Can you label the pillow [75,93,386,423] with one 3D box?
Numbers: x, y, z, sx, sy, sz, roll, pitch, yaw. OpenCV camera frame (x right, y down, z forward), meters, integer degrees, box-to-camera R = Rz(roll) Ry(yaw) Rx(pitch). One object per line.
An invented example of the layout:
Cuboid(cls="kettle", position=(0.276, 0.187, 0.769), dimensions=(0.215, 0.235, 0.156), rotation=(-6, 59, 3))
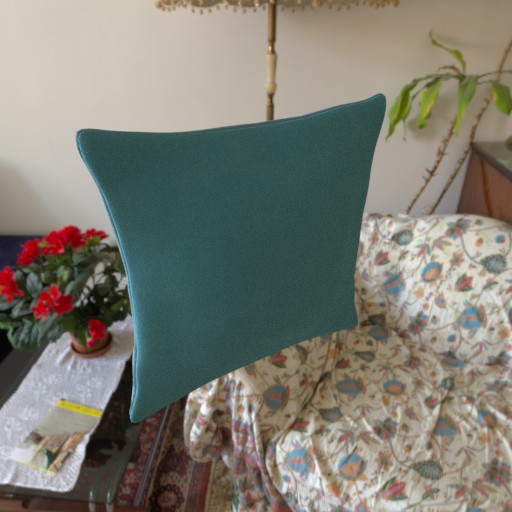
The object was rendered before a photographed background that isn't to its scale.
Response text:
Cuboid(cls="pillow", position=(0.000, 0.000, 0.640), dimensions=(0.433, 0.415, 0.151), rotation=(-17, 33, -27))
